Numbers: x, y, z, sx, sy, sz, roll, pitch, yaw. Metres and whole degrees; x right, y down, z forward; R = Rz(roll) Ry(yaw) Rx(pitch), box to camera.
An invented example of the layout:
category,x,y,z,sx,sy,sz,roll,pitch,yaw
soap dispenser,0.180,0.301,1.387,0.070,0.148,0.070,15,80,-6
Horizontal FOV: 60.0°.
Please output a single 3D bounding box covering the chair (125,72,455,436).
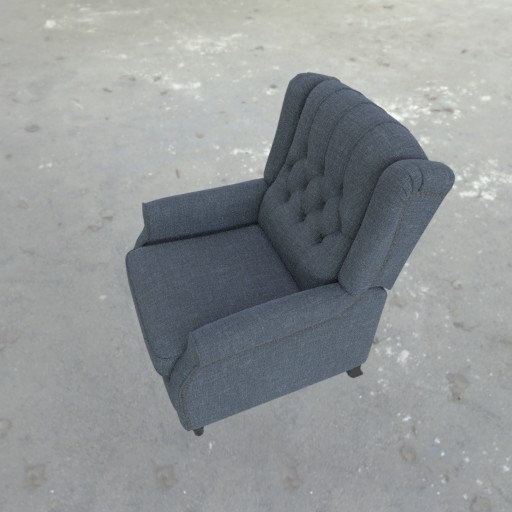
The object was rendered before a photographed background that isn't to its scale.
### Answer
category,x,y,z,sx,sy,sz,roll,pitch,yaw
chair,0.000,0.000,1.585,0.898,1.035,0.742,-16,47,-15
